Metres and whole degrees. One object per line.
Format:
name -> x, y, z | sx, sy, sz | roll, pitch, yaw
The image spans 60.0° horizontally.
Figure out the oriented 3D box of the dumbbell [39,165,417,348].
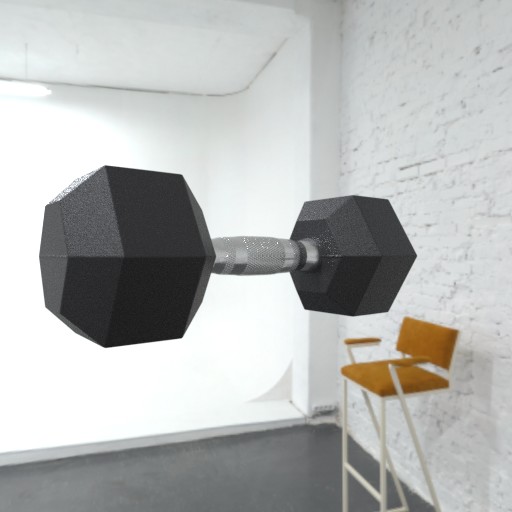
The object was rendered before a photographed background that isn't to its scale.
dumbbell -> 0.000, 0.000, 0.416 | 0.356, 0.123, 0.141 | 0, 0, -37
